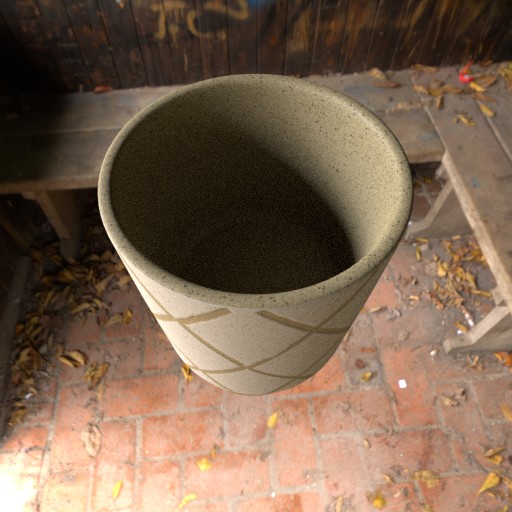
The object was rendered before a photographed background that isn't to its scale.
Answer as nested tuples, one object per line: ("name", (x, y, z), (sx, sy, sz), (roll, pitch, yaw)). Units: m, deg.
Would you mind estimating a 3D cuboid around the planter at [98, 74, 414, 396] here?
("planter", (0.000, 0.000, 0.421), (0.228, 0.235, 0.228), (0, 57, 0))
